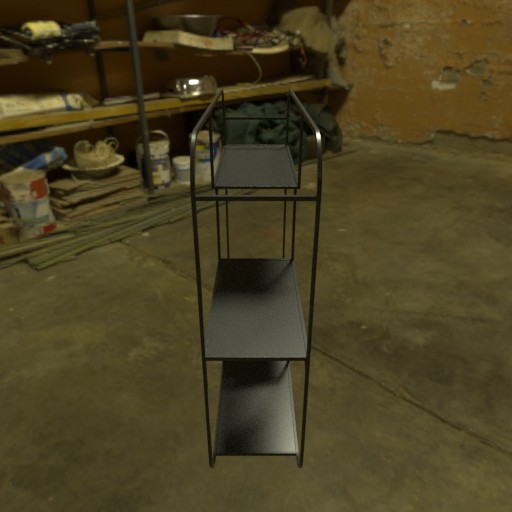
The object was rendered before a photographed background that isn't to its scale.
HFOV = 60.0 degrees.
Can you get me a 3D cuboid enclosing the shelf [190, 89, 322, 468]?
[{"bbox_3d":[0.000,0.000,0.914,0.160,0.600,0.600,0,26,0],"label":"shelf"}]
